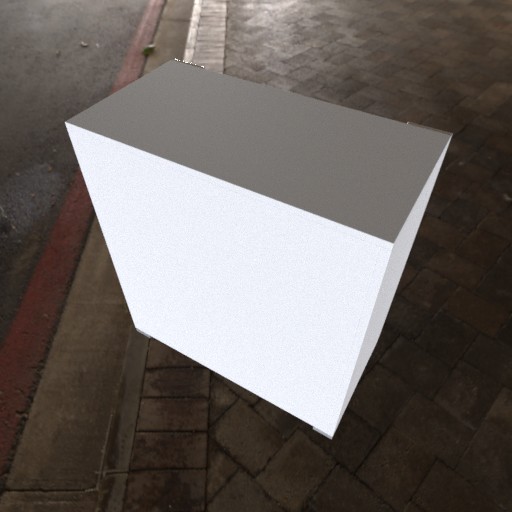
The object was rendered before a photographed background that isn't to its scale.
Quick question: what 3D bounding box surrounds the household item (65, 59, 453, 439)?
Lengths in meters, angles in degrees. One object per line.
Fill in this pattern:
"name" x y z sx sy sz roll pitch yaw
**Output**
"household item" 0.000 0.000 1.344 0.800 0.870 0.420 23 51 21
